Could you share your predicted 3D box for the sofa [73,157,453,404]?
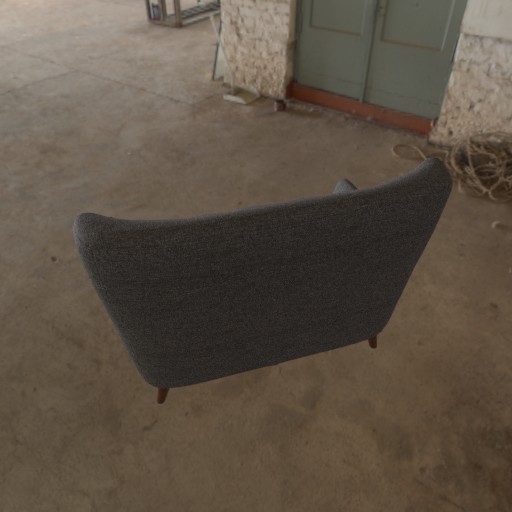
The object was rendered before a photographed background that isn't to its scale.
[{"bbox_3d":[0.000,0.000,2.030,1.358,1.028,0.874,-11,42,-13],"label":"sofa"}]
